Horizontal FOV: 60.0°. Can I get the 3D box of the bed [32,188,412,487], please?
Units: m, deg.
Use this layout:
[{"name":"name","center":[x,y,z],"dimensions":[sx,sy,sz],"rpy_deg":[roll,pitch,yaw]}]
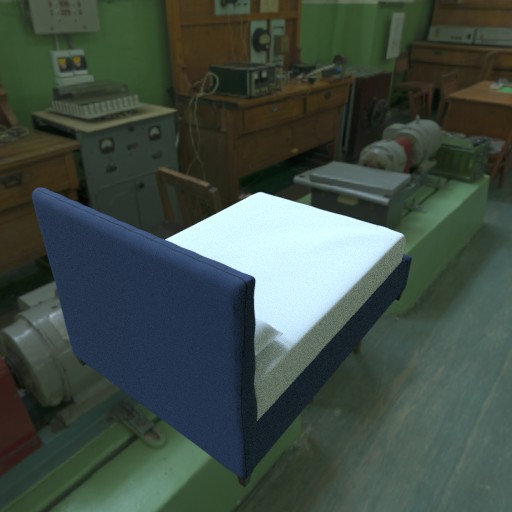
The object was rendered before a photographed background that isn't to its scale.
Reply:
[{"name":"bed","center":[0.000,0.000,3.422],"dimensions":[1.706,1.427,2.387],"rpy_deg":[21,37,32]}]
